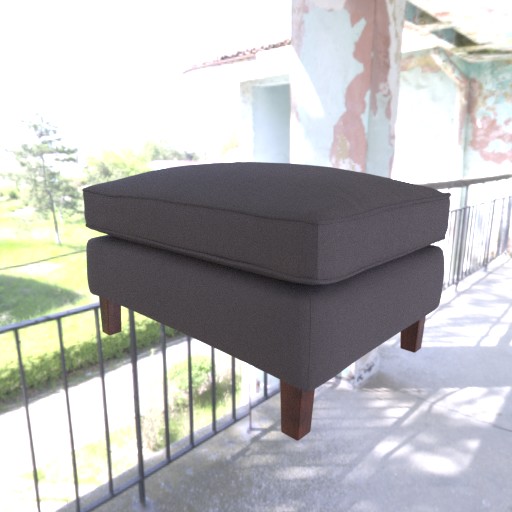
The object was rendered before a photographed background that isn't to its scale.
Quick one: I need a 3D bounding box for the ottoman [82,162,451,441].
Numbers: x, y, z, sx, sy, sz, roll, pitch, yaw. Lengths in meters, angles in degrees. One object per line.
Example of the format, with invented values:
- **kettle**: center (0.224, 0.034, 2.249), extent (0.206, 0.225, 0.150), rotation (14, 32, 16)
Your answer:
- **ottoman**: center (0.000, 0.000, 0.984), extent (0.686, 0.406, 0.508), rotation (13, 19, 42)
